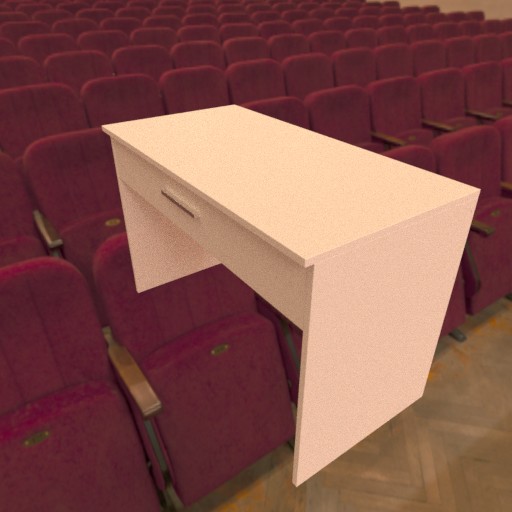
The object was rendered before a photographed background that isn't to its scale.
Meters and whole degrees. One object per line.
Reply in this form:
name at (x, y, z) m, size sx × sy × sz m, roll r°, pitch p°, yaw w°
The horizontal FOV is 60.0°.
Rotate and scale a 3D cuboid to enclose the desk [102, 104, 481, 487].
desk at (0.000, 0.000, 1.512) m, size 0.560 × 0.730 × 1.100 m, roll -20°, pitch 37°, yaw -30°
